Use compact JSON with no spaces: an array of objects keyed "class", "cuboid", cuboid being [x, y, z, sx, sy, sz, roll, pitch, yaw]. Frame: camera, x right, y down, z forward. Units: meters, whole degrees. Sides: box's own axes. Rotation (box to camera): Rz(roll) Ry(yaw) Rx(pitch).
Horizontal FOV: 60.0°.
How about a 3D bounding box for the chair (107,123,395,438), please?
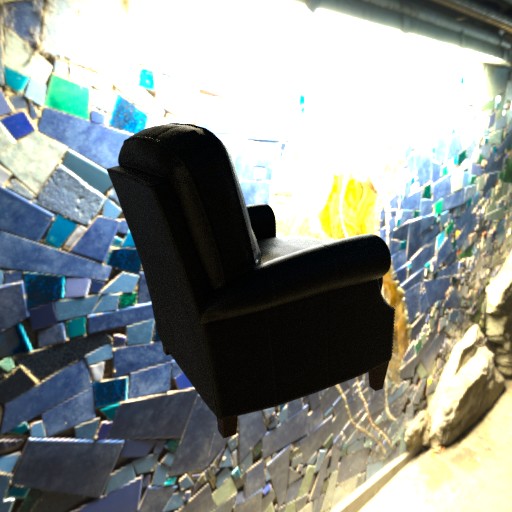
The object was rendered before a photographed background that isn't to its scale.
[{"class":"chair","cuboid":[0.000,0.000,1.779,0.986,1.018,0.936,-8,18,-27]}]
